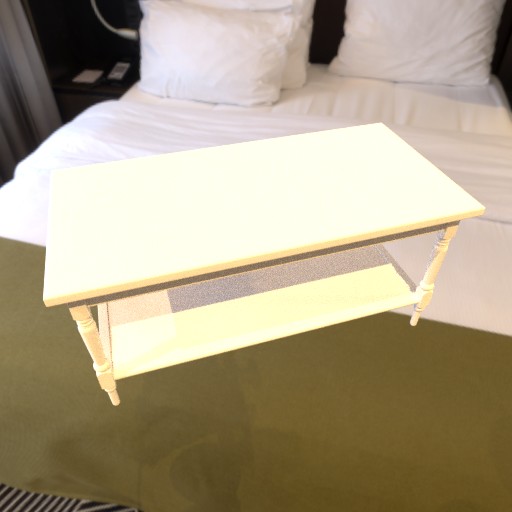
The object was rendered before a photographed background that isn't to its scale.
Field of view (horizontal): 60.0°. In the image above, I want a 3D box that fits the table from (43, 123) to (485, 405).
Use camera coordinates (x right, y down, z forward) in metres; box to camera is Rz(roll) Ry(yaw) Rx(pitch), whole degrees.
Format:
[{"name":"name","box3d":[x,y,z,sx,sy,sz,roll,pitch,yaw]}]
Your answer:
[{"name":"table","box3d":[0.000,0.000,1.415,1.107,0.510,0.550,-12,42,-13]}]
